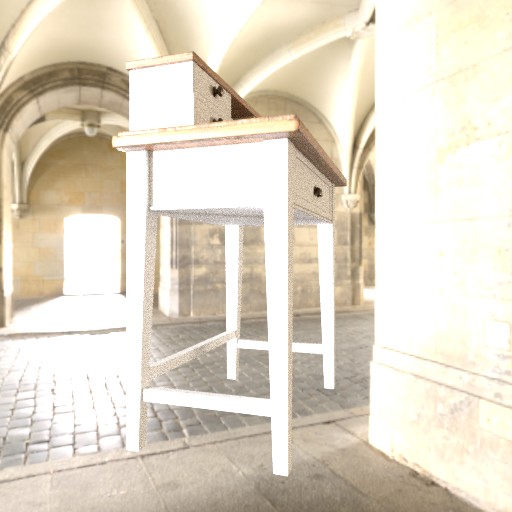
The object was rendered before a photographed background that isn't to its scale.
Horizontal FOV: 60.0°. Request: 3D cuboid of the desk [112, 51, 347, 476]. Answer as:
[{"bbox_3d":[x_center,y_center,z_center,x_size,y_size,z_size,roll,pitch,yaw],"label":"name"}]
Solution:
[{"bbox_3d":[0.000,0.000,1.388,0.462,0.981,0.814,0,0,19],"label":"desk"}]
